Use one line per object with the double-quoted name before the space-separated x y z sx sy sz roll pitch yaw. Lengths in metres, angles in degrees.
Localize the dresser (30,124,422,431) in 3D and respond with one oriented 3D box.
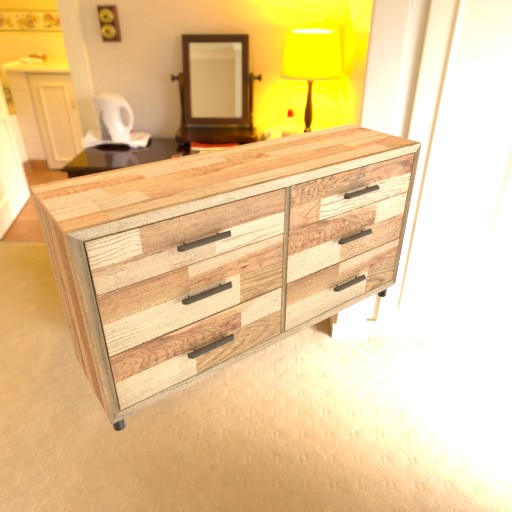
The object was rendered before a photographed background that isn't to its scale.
"dresser" 0.000 0.000 1.934 1.547 0.834 0.487 -20 35 -31
